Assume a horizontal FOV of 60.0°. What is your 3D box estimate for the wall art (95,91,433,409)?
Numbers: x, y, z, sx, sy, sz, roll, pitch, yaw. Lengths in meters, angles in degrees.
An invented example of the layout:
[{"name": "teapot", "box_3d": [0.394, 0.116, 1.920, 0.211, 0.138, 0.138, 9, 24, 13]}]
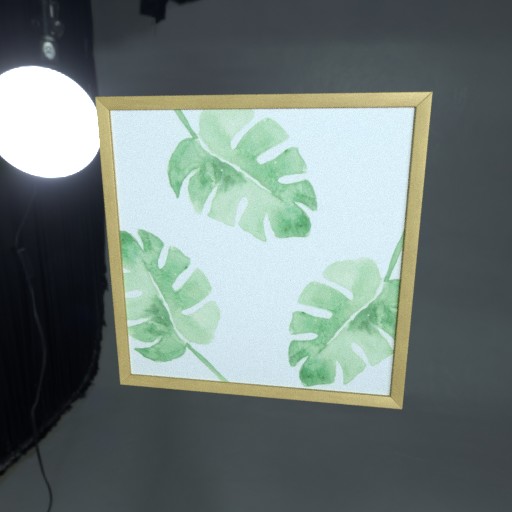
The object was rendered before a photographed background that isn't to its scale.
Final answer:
[{"name": "wall art", "box_3d": [0.000, 0.000, 0.743, 0.508, 0.508, 0.038, 2, 15, 9]}]
